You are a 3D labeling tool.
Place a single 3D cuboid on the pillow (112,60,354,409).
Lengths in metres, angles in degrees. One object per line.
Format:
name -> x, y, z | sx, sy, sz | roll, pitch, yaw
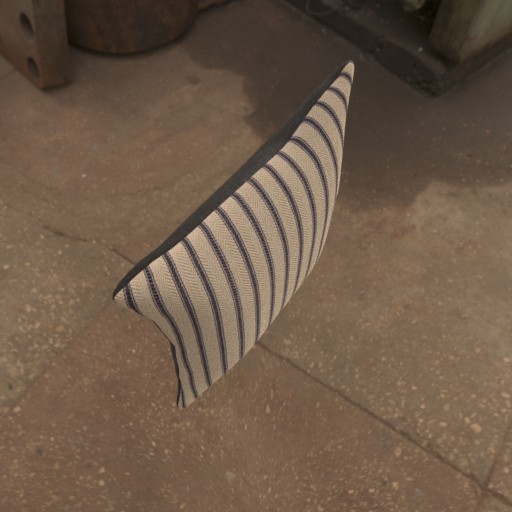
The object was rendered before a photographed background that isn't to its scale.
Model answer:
pillow -> 0.000, 0.000, 0.710 | 0.138, 0.444, 0.468 | 32, 63, 18
